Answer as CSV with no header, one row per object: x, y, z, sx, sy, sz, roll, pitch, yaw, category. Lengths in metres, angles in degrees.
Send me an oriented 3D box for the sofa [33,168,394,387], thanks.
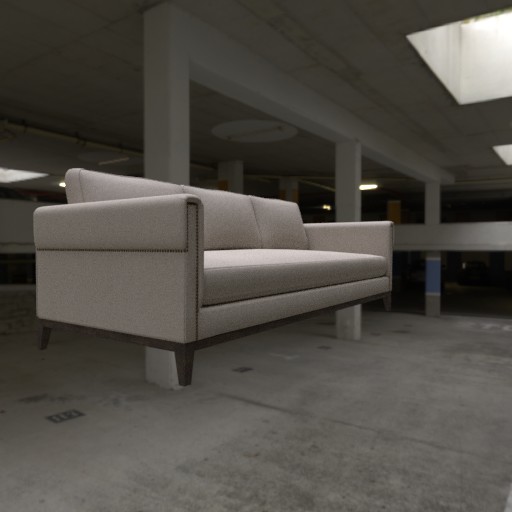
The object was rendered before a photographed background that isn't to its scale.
0.000,0.000,2.649,0.959,0.838,2.210,1,2,35,sofa
